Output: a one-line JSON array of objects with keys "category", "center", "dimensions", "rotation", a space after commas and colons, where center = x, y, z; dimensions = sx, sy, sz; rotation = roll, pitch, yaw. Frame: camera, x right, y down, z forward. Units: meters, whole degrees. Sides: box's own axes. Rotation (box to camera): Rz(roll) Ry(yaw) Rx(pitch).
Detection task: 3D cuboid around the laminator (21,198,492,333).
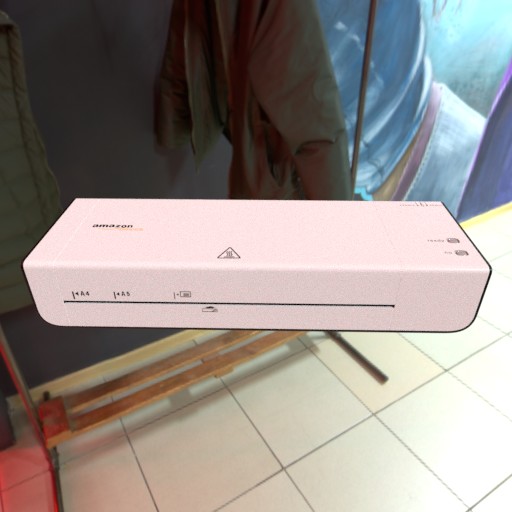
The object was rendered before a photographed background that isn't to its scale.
[{"category": "laminator", "center": [0.000, 0.000, 0.385], "dimensions": [0.340, 0.062, 0.123], "rotation": [1, 33, 1]}]
